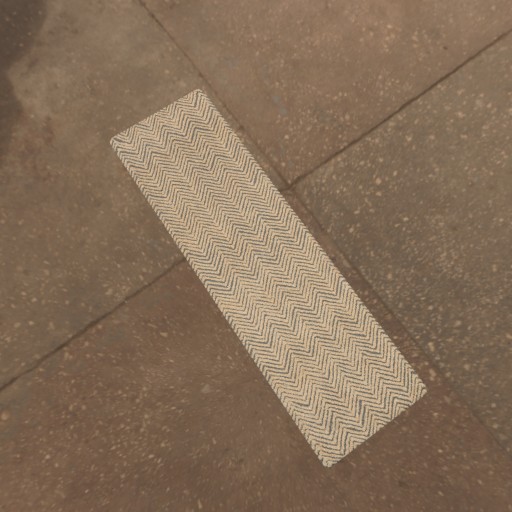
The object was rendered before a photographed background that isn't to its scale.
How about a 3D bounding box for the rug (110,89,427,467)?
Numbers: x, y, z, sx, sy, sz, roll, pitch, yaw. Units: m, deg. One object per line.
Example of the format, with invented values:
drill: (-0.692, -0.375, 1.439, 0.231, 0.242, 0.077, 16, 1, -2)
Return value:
rug: (0.000, 0.000, 2.574, 0.686, 0.008, 2.286, -33, 77, -9)
